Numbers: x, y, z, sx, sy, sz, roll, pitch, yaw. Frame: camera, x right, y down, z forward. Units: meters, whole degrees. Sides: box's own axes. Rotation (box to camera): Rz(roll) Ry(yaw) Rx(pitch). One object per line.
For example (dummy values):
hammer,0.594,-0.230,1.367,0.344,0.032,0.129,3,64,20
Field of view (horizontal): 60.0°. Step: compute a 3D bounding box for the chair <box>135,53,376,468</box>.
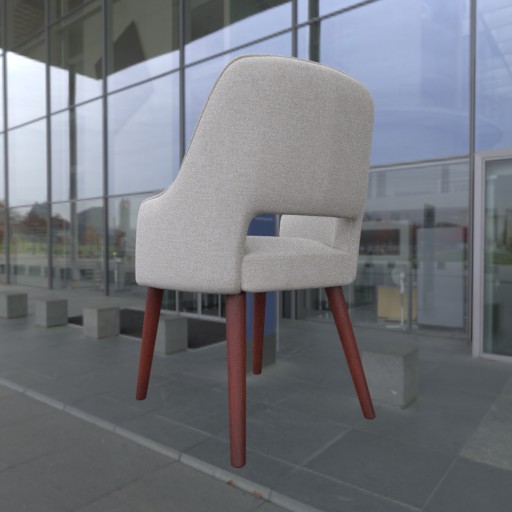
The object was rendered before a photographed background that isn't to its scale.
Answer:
chair,0.000,0.000,1.192,0.560,0.840,0.580,-1,2,-37
